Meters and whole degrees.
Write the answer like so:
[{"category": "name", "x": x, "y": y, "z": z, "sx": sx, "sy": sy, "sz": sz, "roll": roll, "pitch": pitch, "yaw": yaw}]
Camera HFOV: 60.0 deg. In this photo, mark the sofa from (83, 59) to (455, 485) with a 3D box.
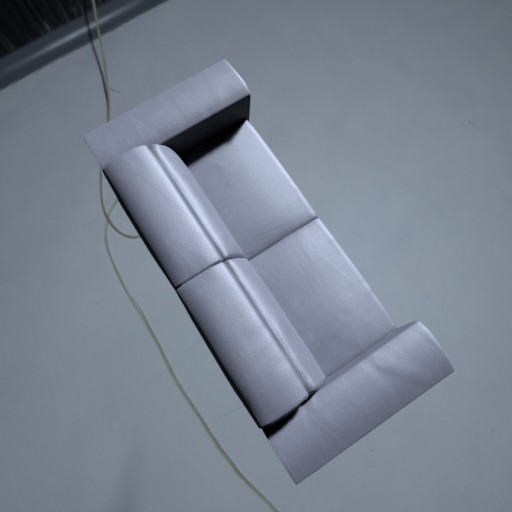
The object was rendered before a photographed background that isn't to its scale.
[{"category": "sofa", "x": 0.000, "y": 0.000, "z": 2.745, "sx": 1.048, "sy": 0.814, "sz": 2.330, "roll": -32, "pitch": 77, "yaw": -8}]
